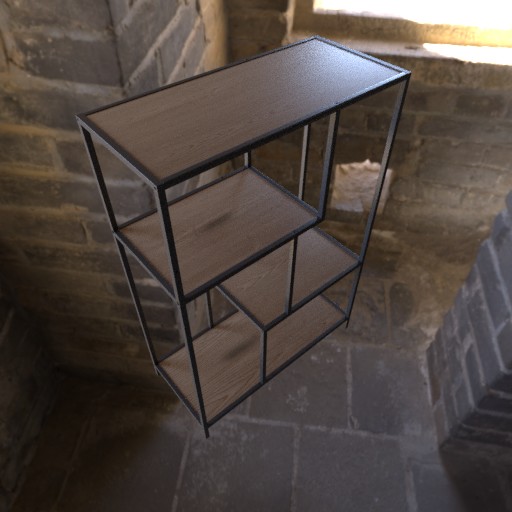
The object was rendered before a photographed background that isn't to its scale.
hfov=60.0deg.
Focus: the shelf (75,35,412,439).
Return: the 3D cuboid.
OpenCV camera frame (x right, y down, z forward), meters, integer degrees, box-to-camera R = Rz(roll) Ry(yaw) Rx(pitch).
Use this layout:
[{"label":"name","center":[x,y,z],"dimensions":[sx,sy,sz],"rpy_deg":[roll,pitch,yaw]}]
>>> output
[{"label":"shelf","center":[0.000,0.000,1.484],"dimensions":[0.770,1.138,0.350],"rpy_deg":[-31,53,-27]}]
